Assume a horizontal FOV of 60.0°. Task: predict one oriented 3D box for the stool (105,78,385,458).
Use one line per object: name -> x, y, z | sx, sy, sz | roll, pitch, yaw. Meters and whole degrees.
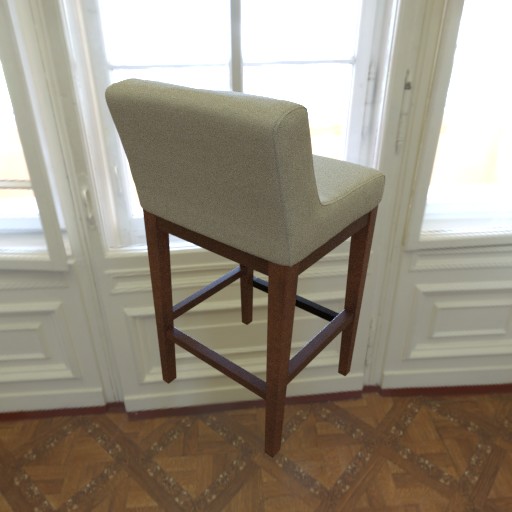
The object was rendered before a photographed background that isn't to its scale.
stool -> 0.000, 0.000, 1.243 | 0.511, 0.937, 0.500 | 22, 36, 34
